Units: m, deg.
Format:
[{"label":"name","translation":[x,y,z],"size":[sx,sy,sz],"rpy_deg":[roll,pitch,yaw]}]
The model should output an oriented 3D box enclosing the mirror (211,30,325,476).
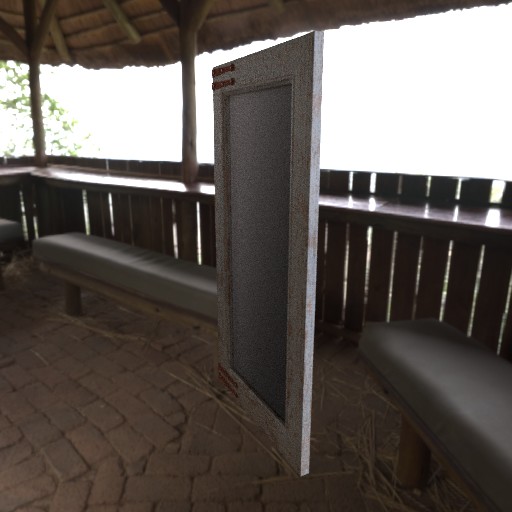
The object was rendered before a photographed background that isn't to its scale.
[{"label":"mirror","translation":[0.000,0.000,1.092],"size":[0.027,0.922,0.472],"rpy_deg":[-8,17,-27]}]
